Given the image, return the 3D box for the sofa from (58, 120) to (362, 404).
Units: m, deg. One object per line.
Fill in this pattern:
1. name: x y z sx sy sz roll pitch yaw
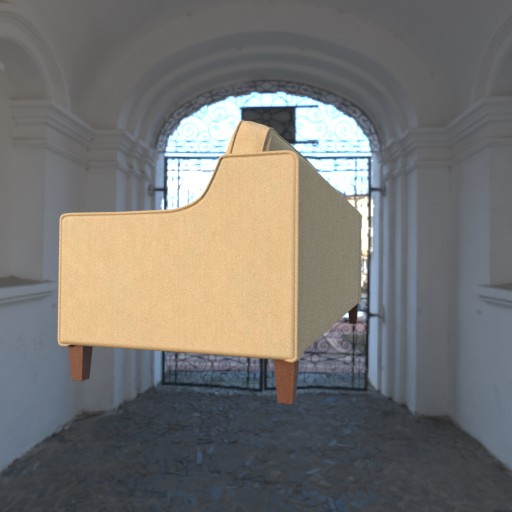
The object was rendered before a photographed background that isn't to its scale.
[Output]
1. sofa: 0.000 0.000 2.731 1.066 1.071 2.178 0 0 19
